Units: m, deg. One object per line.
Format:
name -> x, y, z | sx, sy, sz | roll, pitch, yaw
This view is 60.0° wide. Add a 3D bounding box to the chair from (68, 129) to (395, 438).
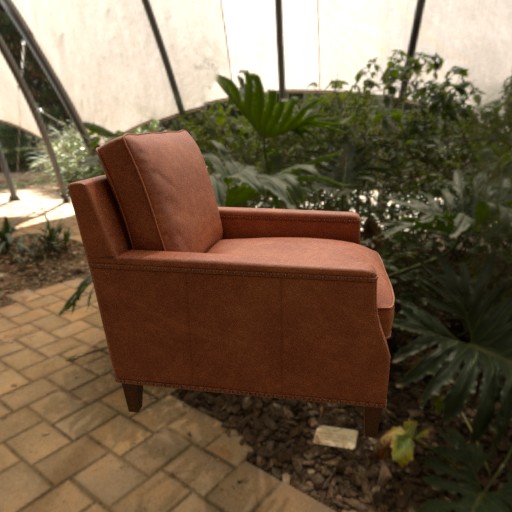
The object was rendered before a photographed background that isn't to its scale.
chair -> 0.000, 0.000, 1.741 | 1.014, 0.943, 0.853 | 3, 17, 9
